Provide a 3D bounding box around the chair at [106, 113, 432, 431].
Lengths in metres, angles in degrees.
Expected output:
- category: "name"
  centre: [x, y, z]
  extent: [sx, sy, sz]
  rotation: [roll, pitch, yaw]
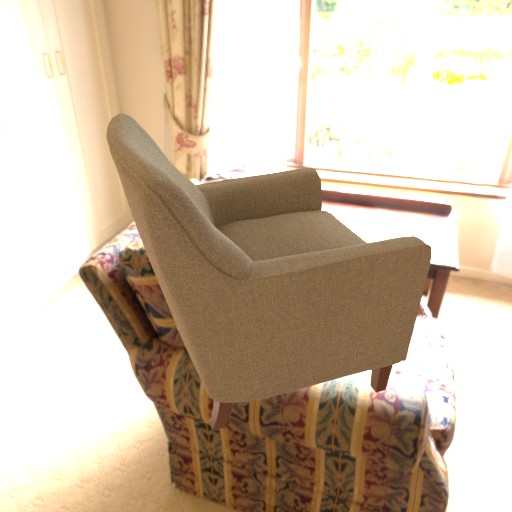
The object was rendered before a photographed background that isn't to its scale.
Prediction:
- category: "chair"
  centre: [0.000, 0.000, 1.787]
  extent: [0.993, 1.047, 0.887]
  rotation: [-10, 31, -18]
